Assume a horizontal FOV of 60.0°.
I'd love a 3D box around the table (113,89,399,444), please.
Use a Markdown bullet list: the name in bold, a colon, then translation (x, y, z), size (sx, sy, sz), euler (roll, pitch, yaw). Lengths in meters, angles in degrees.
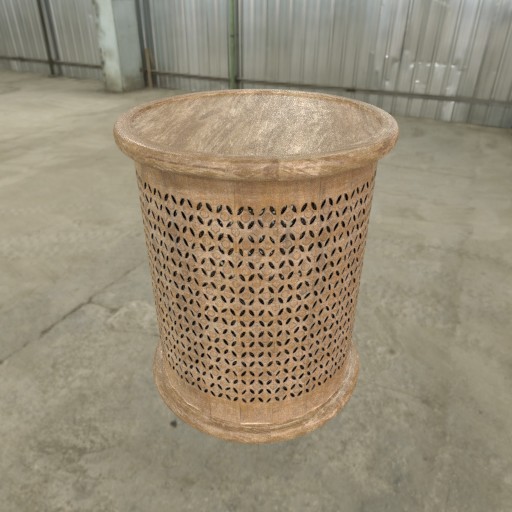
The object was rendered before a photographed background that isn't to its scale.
- **table**: translation (0.000, 0.000, 0.774), size (0.407, 0.482, 0.407), euler (0, 31, 0)
